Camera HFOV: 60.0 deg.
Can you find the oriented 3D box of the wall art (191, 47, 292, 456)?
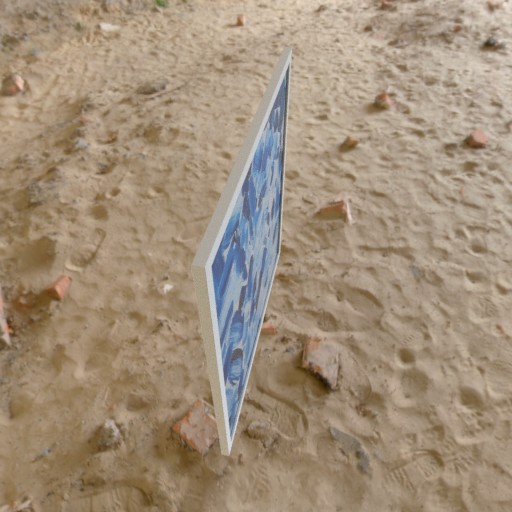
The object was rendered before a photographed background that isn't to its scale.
[{"bbox_3d":[0.000,0.000,0.693,0.012,0.457,0.457,9,48,8],"label":"wall art"}]
